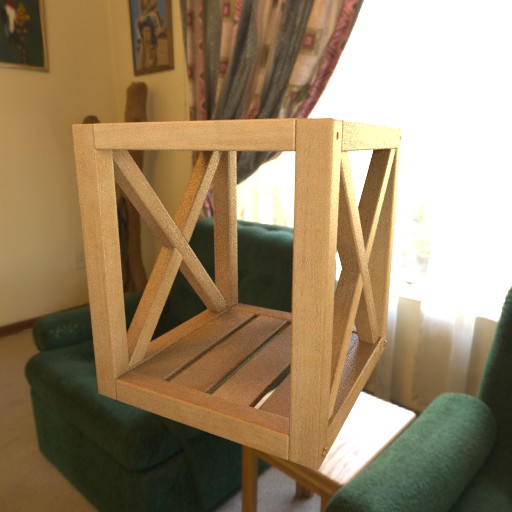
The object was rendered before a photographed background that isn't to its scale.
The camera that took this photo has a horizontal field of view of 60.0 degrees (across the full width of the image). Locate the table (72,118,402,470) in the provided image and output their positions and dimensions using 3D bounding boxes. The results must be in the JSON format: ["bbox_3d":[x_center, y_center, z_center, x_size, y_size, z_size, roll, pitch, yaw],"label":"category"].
[{"bbox_3d":[0.000,0.000,1.083,0.558,0.610,0.559,7,16,27],"label":"table"}]
